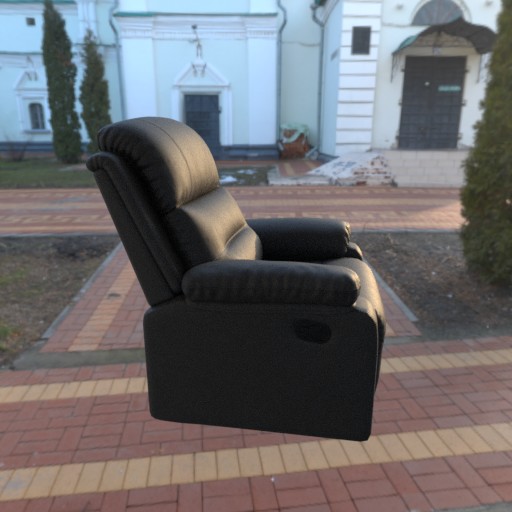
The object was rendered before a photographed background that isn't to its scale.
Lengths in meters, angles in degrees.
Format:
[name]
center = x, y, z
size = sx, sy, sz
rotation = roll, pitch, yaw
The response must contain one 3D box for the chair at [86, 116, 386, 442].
[chair]
center = 0.000, 0.000, 1.648
size = 0.919, 0.992, 0.855
rotation = 3, 16, 9
